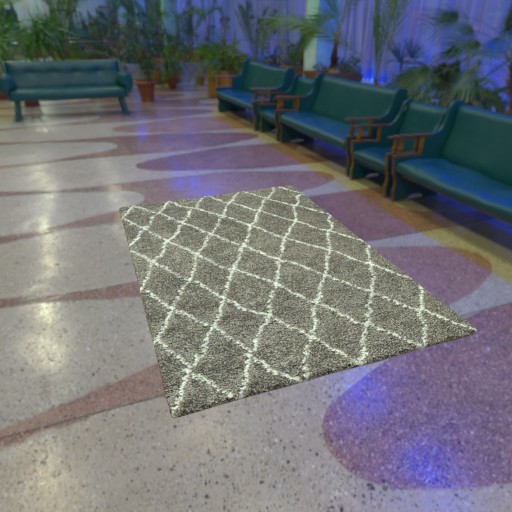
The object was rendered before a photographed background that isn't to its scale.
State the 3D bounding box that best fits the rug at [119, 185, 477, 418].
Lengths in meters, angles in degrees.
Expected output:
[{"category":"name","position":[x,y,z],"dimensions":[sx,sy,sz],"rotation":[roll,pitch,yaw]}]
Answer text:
[{"category":"rug","position":[0.000,0.000,2.299],"dimensions":[1.219,0.030,1.778],"rotation":[-10,30,-18]}]
